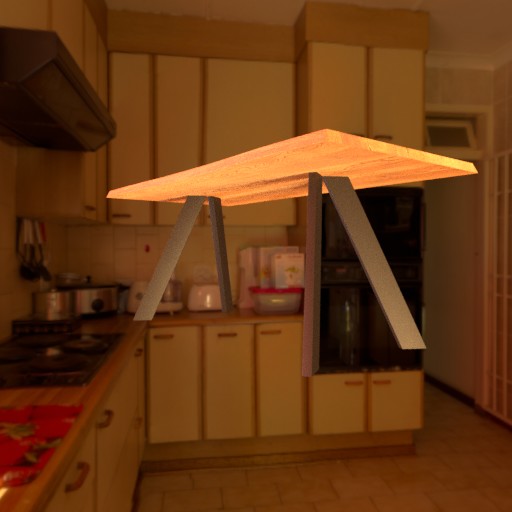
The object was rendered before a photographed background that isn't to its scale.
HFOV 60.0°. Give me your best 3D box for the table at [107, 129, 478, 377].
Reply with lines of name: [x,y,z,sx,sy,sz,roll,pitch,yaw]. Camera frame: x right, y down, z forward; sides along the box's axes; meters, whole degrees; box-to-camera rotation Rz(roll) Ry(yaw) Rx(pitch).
table: [0.000,0.000,2.250,0.900,0.770,1.800,-1,1,-38]
